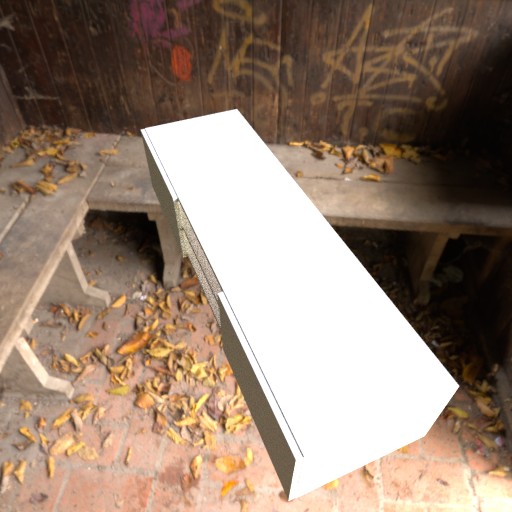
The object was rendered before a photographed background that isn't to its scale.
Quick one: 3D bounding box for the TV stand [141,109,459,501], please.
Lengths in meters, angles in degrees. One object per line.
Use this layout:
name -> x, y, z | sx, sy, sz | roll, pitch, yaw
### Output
TV stand -> 0.000, 0.000, 1.520 | 0.420, 0.310, 1.400 | -17, 49, -16
